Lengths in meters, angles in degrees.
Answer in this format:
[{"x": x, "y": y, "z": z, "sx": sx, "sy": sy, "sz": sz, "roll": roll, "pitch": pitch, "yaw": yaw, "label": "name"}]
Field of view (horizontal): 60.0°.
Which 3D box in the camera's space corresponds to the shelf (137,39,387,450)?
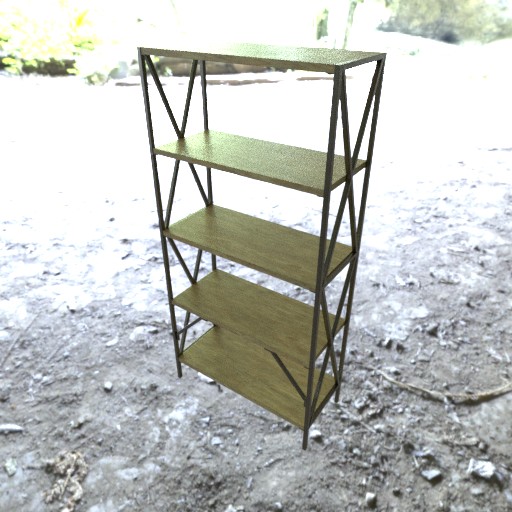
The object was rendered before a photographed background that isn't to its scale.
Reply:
[{"x": 0.000, "y": 0.000, "z": 2.123, "sx": 0.874, "sy": 1.803, "sz": 0.386, "roll": 20, "pitch": 36, "yaw": 29, "label": "shelf"}]
